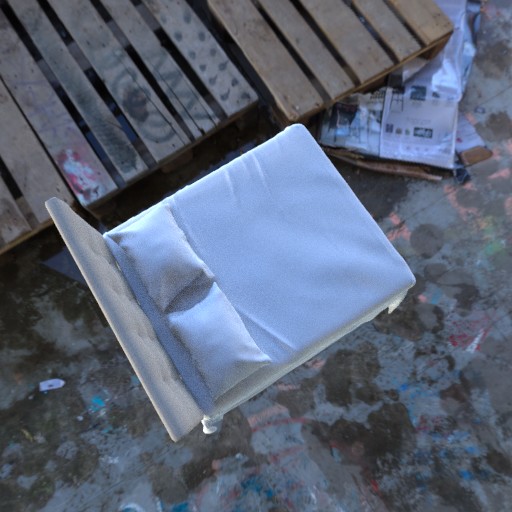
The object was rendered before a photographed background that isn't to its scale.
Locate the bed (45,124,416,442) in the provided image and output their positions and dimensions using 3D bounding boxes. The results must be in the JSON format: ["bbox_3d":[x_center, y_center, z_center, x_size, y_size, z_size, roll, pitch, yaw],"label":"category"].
[{"bbox_3d":[0.000,0.000,3.423,2.222,1.577,1.936,-31,78,-8],"label":"bed"}]
